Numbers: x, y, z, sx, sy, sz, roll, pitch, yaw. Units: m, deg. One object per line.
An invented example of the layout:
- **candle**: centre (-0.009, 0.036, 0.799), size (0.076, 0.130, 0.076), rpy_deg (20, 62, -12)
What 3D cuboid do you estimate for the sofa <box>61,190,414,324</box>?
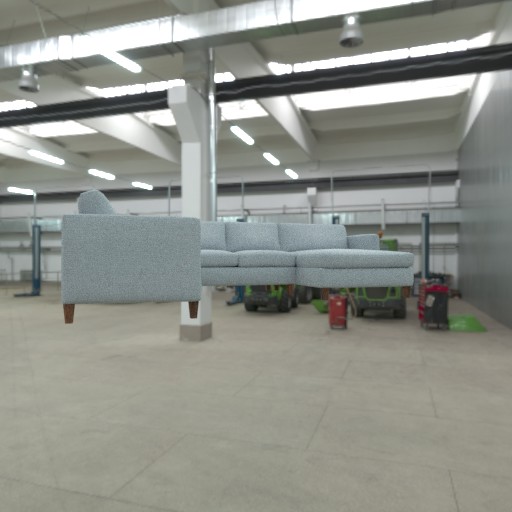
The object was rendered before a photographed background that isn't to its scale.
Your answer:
- **sofa**: centre (0.000, 0.000, 4.511), size (3.403, 0.889, 2.551), rpy_deg (0, 0, -17)
